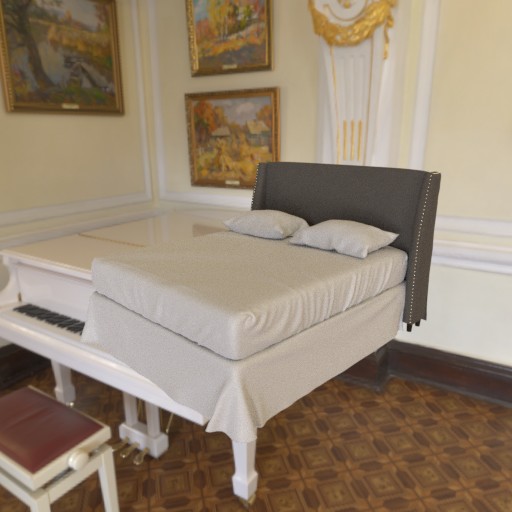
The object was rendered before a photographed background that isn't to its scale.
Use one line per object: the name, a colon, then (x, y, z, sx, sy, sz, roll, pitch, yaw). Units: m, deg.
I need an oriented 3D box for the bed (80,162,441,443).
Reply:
bed: (0.000, 0.000, 3.531, 1.925, 1.332, 2.276, 15, 21, 43)
